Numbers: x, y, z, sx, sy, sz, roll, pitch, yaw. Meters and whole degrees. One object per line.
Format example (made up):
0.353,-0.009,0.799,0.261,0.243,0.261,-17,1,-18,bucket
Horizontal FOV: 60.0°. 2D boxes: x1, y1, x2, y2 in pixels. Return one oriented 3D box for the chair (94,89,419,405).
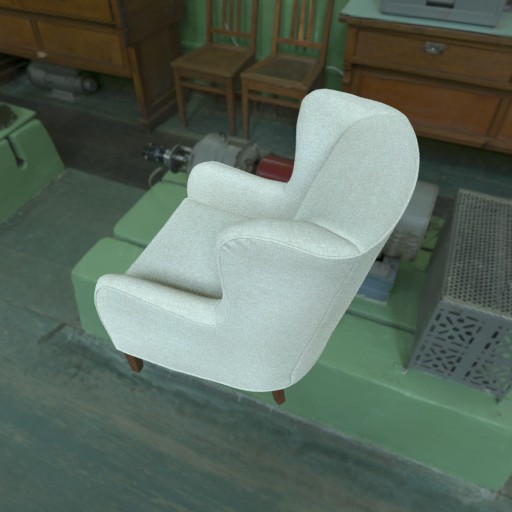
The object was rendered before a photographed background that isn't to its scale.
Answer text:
0.000,0.000,1.709,0.966,1.040,0.838,16,48,15,chair
